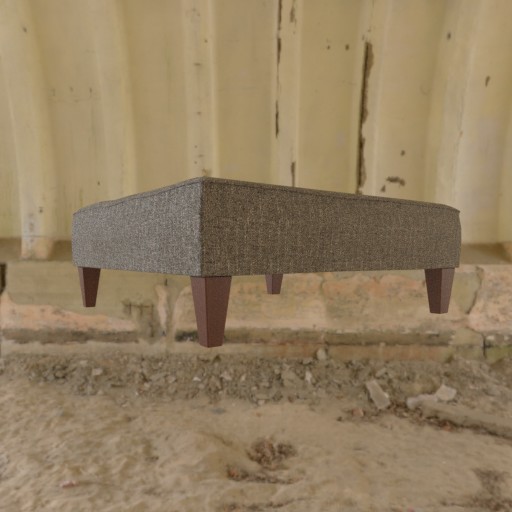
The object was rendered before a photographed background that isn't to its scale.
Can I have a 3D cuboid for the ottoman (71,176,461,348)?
[{"bbox_3d":[0.000,0.000,1.563,1.016,0.379,0.981,0,0,-37],"label":"ottoman"}]
